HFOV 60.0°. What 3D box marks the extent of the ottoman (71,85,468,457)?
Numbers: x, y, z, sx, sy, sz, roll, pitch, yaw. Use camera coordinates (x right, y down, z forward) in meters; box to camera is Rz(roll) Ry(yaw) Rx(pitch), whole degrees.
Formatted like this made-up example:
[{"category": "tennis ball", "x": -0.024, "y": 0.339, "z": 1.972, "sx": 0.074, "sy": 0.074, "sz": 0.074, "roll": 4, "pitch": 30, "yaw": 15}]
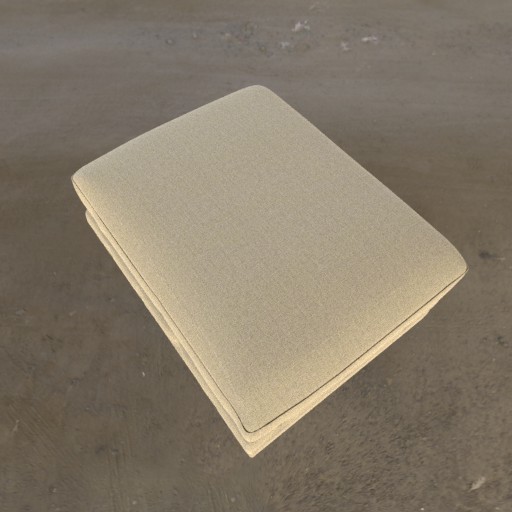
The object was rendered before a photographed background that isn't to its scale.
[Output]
[{"category": "ottoman", "x": 0.000, "y": 0.000, "z": 1.025, "sx": 0.541, "sy": 0.463, "sz": 0.684, "roll": -32, "pitch": 63, "yaw": -18}]
